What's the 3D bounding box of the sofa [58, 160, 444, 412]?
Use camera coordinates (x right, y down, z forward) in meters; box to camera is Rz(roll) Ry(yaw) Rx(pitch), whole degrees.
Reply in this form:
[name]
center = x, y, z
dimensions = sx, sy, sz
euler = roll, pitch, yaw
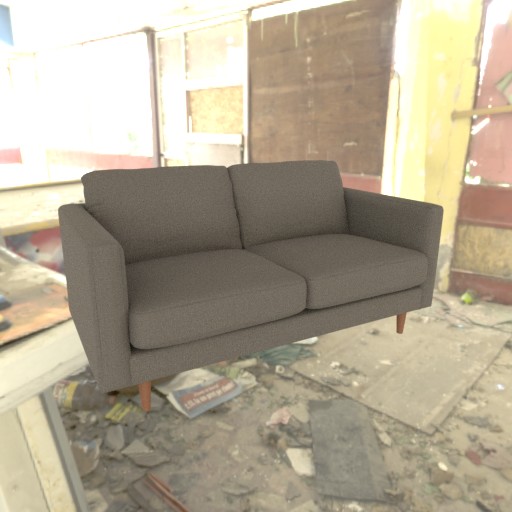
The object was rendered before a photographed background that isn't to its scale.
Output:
[sofa]
center = 0.000, 0.000, 2.227
dimensions = 1.713, 0.866, 0.940
euler = -9, 19, -28
